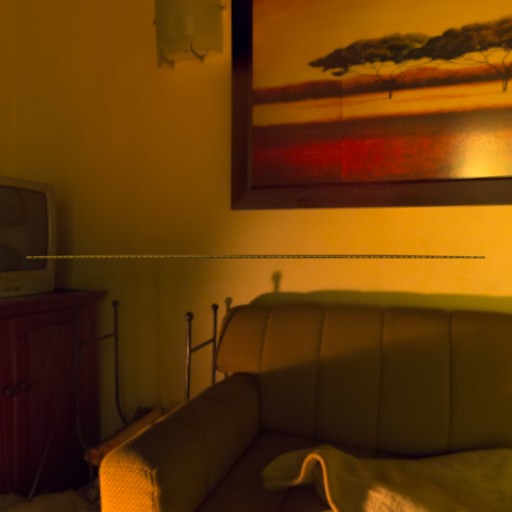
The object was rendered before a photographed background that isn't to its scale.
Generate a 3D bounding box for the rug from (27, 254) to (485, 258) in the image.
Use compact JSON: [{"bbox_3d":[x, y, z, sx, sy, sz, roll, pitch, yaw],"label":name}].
[{"bbox_3d":[0.000,0.000,4.265,3.207,0.014,2.439,0,0,0],"label":"rug"}]
